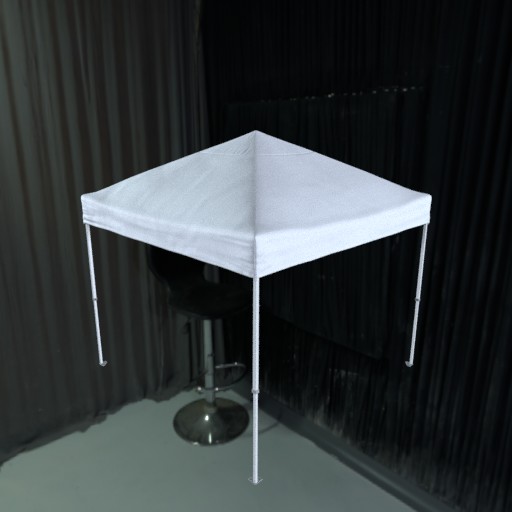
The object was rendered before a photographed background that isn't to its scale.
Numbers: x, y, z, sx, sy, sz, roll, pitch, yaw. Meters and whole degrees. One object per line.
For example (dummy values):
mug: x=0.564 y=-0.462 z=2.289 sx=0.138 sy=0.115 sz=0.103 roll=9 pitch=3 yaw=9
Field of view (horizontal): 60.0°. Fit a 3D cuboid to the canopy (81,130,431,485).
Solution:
canopy: x=0.000 y=0.000 z=5.505 sx=2.996 sy=2.997 sz=2.998 roll=-15 pitch=22 yaw=-43
